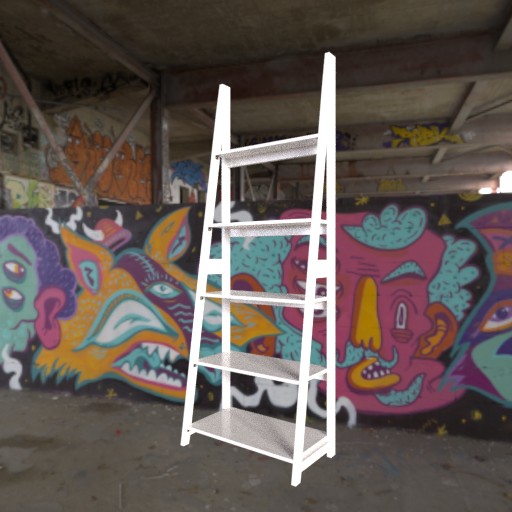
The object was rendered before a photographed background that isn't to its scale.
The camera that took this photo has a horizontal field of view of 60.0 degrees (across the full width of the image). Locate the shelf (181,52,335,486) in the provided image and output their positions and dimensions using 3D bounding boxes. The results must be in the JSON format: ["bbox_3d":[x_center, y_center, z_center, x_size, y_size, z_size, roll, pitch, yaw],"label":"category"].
[{"bbox_3d":[0.000,0.000,2.034,0.636,1.779,0.341,0,0,36],"label":"shelf"}]
